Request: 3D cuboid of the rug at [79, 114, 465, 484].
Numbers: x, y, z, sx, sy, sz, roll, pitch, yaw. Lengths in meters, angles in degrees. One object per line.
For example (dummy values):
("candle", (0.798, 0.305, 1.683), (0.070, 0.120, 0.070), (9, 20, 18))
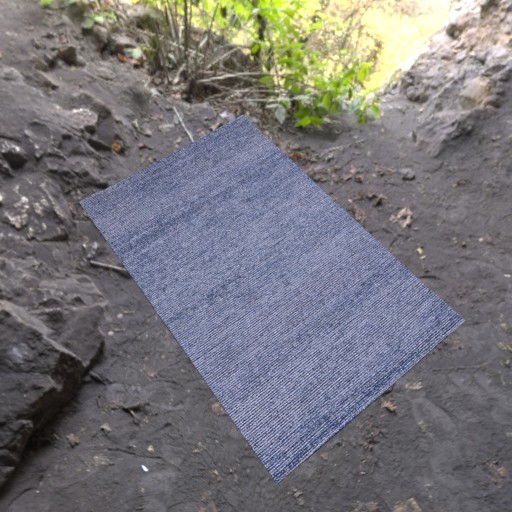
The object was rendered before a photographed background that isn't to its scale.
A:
("rug", (0.000, 0.000, 2.282), (1.145, 0.021, 1.777), (-33, 64, -18))
